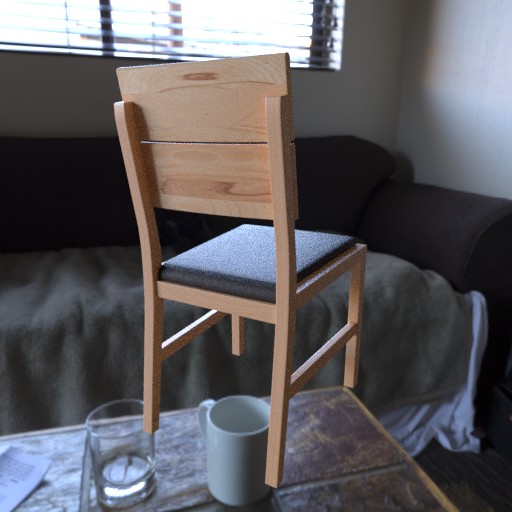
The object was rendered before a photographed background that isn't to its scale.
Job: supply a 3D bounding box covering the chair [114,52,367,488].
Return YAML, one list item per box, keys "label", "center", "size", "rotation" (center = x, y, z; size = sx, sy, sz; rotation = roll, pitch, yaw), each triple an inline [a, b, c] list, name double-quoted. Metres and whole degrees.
- label: "chair"
  center: [0.000, 0.000, 1.244]
  size: [0.475, 0.950, 0.560]
  rotation: [9, 18, 28]
